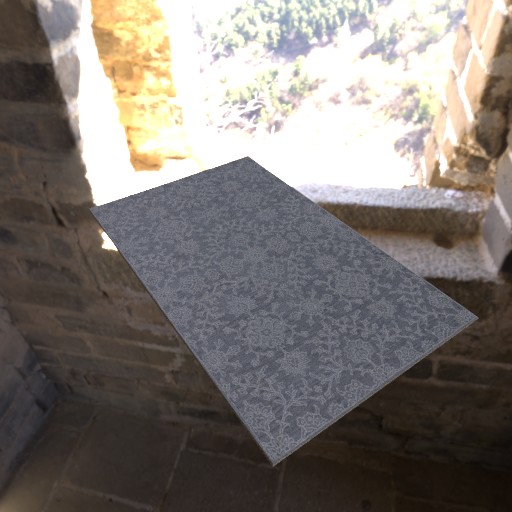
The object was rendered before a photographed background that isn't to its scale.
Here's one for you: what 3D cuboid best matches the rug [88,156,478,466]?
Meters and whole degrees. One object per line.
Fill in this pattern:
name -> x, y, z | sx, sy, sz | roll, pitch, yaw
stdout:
rug -> 0.000, 0.000, 3.048 | 1.515, 0.010, 2.430 | -24, 46, -26
